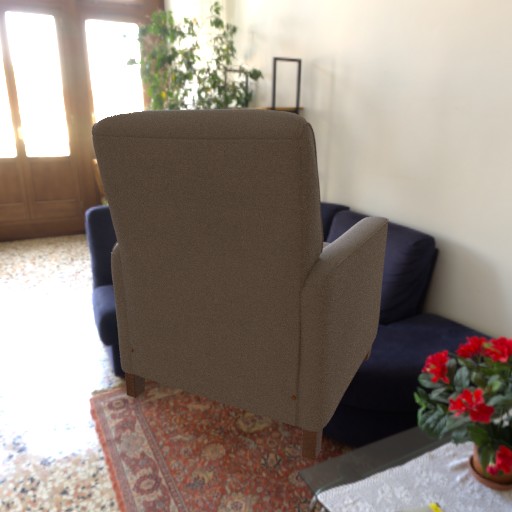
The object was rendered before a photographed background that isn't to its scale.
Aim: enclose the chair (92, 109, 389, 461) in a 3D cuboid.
[{"bbox_3d":[0.000,0.000,1.656,0.845,1.023,0.859,8,19,26],"label":"chair"}]
